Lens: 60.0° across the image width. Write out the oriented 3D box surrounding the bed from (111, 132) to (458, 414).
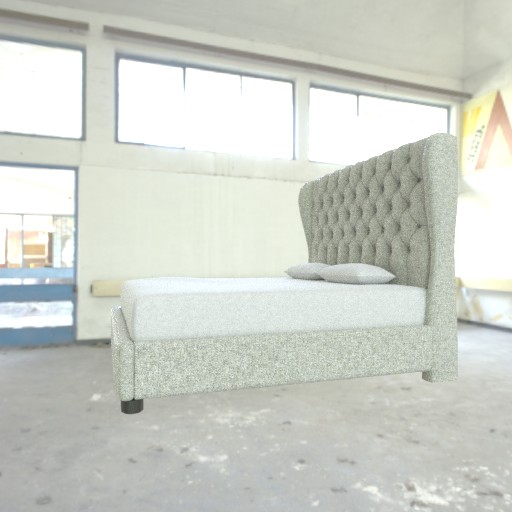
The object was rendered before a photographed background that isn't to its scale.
[{"bbox_3d":[0.000,0.000,3.803,2.347,1.771,2.219,0,-1,-19],"label":"bed"}]
